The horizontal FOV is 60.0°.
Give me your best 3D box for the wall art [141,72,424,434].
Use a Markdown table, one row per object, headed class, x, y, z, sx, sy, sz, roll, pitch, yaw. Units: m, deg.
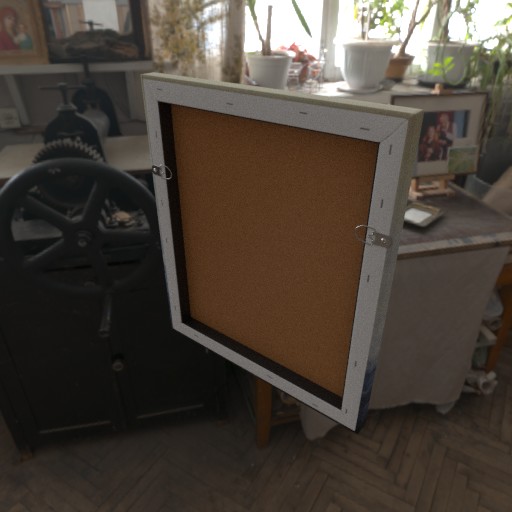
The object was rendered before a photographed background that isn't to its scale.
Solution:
| class | x | y | z | sx | sy | sz | roll | pitch | yaw |
| --- | --- | --- | --- | --- | --- | --- | --- | --- | --- |
| wall art | 0.000 | 0.000 | 0.990 | 0.608 | 0.710 | 0.041 | 21 | 37 | 32 |
